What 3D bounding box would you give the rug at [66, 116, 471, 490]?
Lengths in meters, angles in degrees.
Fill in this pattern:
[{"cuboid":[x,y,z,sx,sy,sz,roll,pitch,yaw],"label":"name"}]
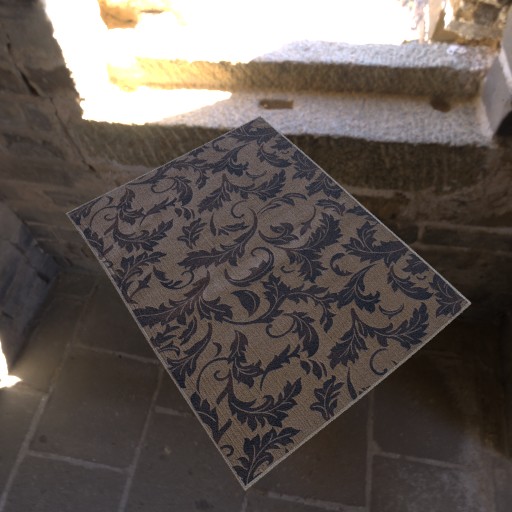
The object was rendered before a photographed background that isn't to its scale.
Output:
[{"cuboid":[0.000,0.000,4.018,2.380,0.008,2.977,-32,63,-19],"label":"rug"}]
